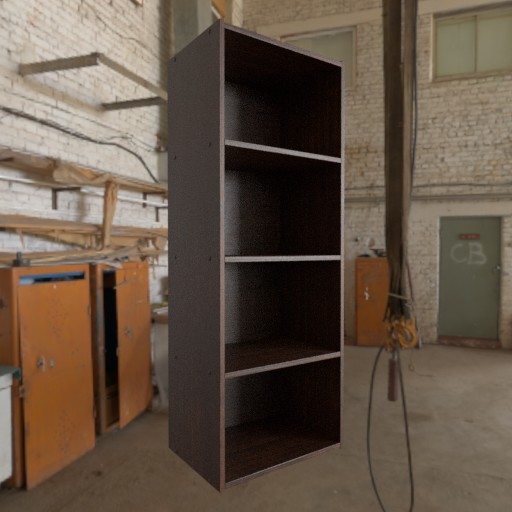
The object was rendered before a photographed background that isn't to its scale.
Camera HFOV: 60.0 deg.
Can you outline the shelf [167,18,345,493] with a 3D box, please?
[{"bbox_3d":[0.000,0.000,1.262,0.415,1.099,0.290,-1,1,-35],"label":"shelf"}]
